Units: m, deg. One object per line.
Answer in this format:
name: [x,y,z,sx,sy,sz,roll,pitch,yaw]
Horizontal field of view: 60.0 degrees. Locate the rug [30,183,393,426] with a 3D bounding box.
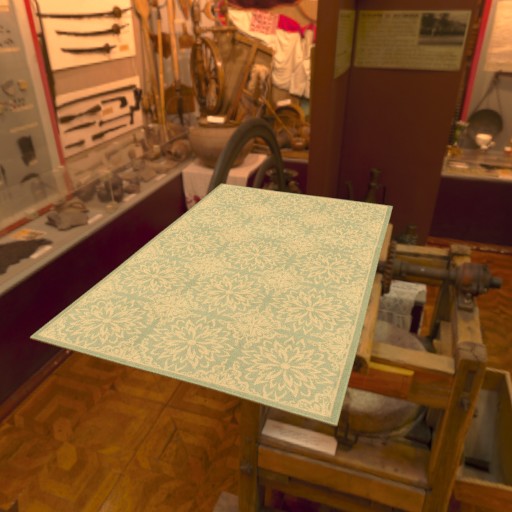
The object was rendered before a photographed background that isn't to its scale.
rug: [0.000,0.000,3.447,1.819,0.018,2.746,10,31,18]
